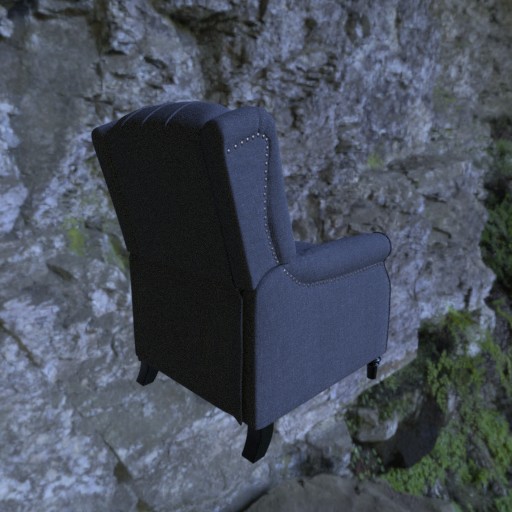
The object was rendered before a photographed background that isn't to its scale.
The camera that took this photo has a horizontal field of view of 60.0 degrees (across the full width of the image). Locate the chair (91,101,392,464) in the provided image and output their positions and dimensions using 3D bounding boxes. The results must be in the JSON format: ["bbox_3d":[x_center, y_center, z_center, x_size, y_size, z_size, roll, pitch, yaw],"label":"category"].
[{"bbox_3d":[0.000,0.000,1.637,0.898,1.035,0.742,-13,19,-43],"label":"chair"}]
